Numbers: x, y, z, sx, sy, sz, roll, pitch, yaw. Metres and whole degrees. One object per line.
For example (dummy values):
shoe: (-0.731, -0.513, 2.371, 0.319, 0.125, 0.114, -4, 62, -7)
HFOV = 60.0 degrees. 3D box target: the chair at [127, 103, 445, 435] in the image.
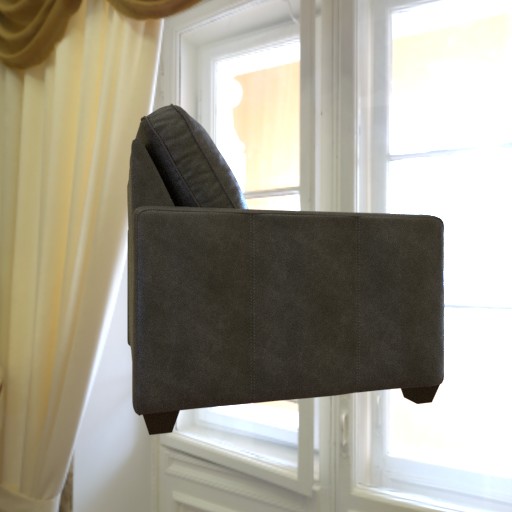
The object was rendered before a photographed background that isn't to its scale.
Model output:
chair: (0.000, 0.000, 1.703, 0.939, 0.916, 1.006, 0, 0, -17)
